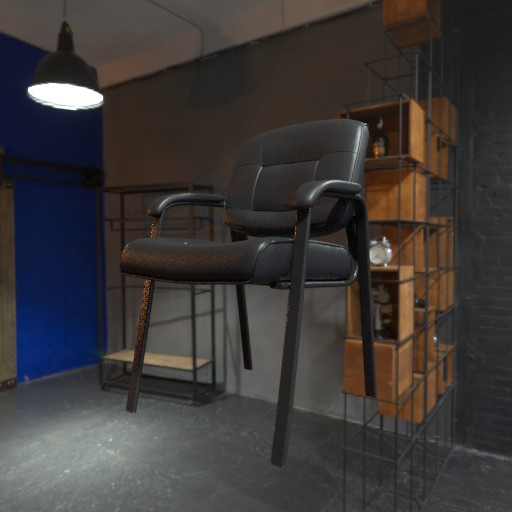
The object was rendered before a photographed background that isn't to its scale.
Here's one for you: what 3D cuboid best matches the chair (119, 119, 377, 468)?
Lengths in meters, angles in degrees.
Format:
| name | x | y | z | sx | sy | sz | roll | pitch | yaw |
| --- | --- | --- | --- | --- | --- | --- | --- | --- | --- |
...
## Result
| name | x | y | z | sx | sy | sz | roll | pitch | yaw |
| --- | --- | --- | --- | --- | --- | --- | --- | --- | --- |
| chair | 0.000 | 0.000 | 1.336 | 0.591 | 0.910 | 0.668 | 2 | 3 | 37 |
